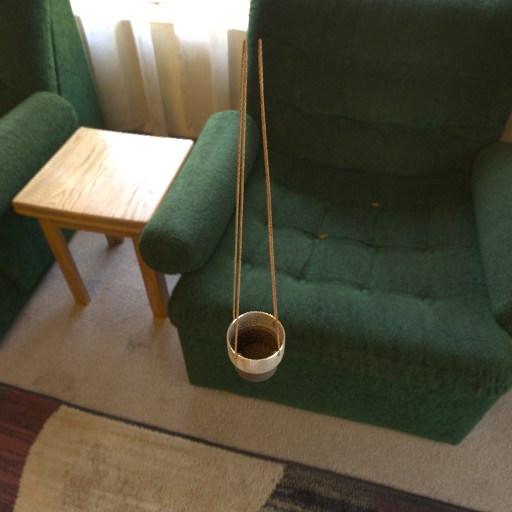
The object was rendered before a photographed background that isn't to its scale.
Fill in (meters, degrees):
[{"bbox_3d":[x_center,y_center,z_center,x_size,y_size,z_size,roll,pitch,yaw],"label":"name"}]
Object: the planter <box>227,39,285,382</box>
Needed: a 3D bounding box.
[{"bbox_3d":[0.000,0.000,1.142,0.187,1.073,0.187,-3,47,-3],"label":"planter"}]
